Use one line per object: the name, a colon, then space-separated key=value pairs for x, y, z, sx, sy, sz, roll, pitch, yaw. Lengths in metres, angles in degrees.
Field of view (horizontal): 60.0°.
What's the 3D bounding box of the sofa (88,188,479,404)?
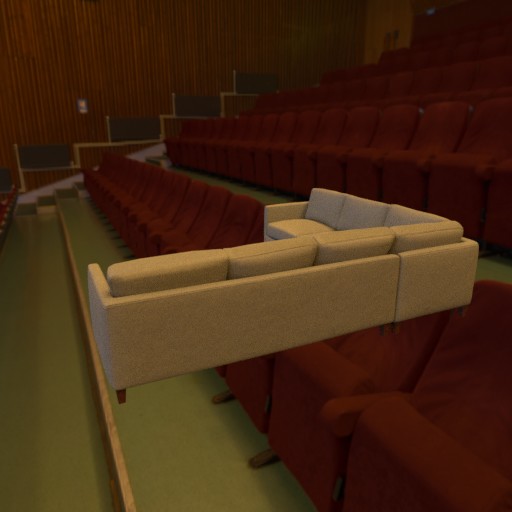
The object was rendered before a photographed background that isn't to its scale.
sofa: x=0.000 y=0.000 z=4.480 sx=3.301 sy=0.947 sz=2.592 roll=-8 pitch=18 yaw=-25
